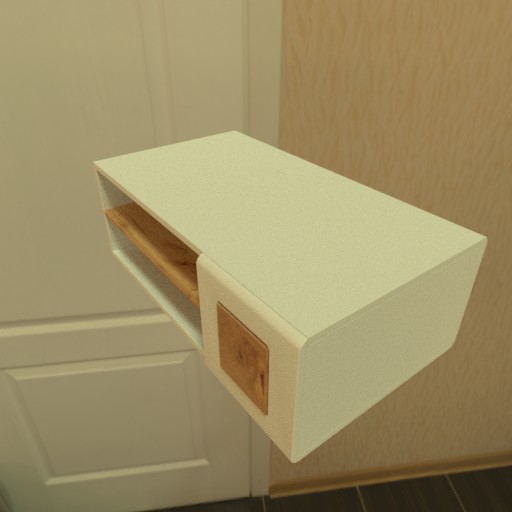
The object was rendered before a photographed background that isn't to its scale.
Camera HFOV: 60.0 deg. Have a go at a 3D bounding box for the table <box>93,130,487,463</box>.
[{"bbox_3d":[0.000,0.000,1.434,0.639,0.442,1.097,-22,39,-30],"label":"table"}]
